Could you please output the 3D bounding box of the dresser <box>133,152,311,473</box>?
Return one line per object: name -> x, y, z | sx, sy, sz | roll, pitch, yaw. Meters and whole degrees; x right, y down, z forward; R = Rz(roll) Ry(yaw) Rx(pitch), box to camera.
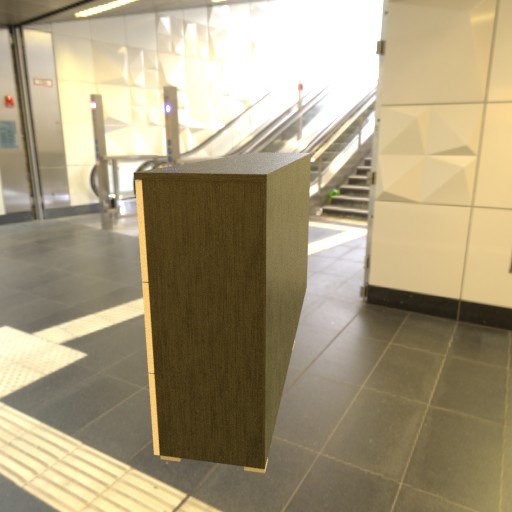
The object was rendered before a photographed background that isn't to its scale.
dresser -> 0.000, 0.000, 1.841 | 0.333, 0.790, 1.535 | 3, 15, 10
